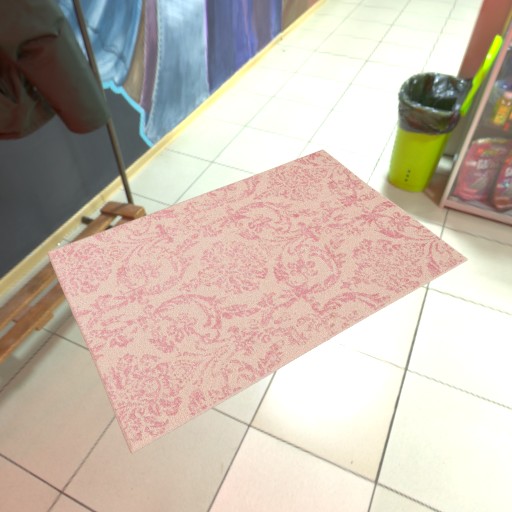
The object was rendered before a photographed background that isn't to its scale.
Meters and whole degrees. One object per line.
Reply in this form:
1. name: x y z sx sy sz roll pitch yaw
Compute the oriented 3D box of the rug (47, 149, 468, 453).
1. rug: 0.000 0.000 2.316 1.839 0.012 1.219 -24 51 -22
